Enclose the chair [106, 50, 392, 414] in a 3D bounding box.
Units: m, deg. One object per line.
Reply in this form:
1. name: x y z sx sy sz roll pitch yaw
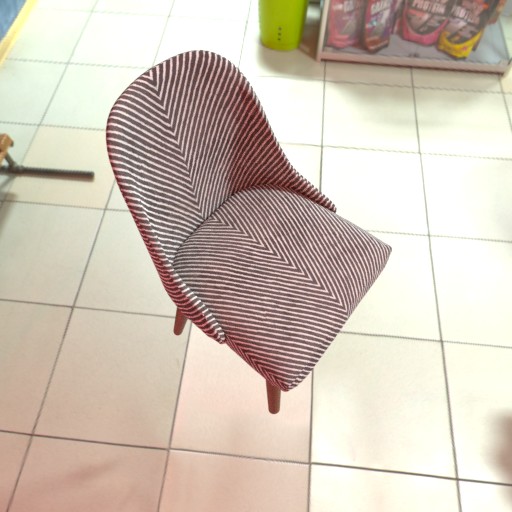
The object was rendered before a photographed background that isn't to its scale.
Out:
1. chair: 0.000 0.000 1.200 0.591 0.883 0.504 35 66 18
